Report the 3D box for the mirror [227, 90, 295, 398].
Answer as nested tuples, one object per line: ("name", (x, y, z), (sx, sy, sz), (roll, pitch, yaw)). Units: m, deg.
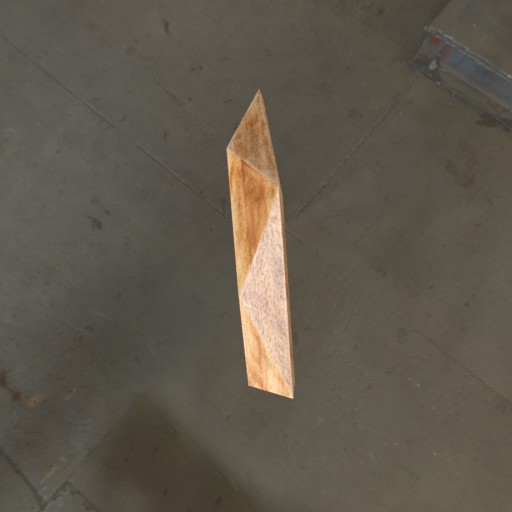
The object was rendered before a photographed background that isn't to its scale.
("mirror", (0.000, 0.000, 1.103), (0.091, 0.779, 0.675), (-5, 74, -1))
